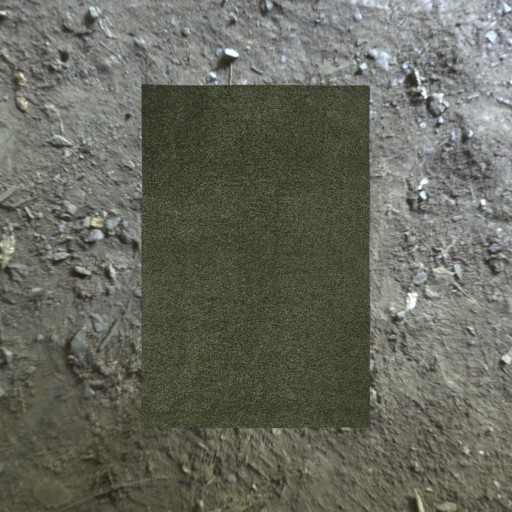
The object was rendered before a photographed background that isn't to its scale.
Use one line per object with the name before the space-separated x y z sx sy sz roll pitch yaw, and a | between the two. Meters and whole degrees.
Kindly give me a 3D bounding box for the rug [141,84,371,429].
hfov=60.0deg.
rug | 0.000 0.000 3.490 1.802 0.026 2.699 0 90 -1
